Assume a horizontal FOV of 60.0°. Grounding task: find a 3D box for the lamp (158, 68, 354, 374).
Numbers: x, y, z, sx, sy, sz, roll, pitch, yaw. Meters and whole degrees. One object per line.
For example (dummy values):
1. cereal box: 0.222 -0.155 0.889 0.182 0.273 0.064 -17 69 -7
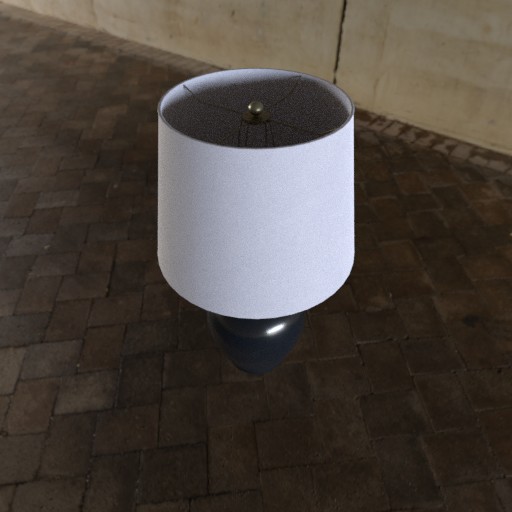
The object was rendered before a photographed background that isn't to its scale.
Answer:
1. lamp: 0.000 0.000 0.561 0.239 0.399 0.239 0 42 0
